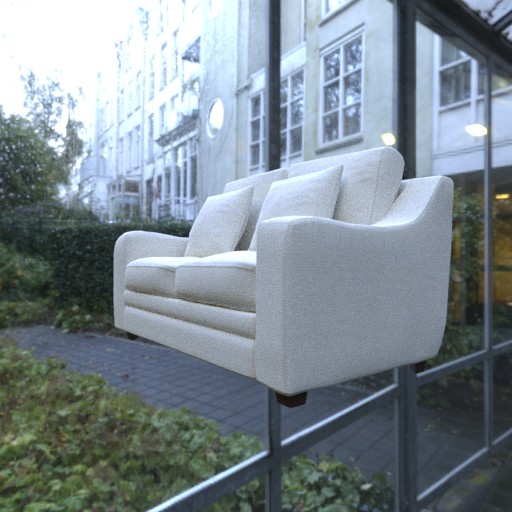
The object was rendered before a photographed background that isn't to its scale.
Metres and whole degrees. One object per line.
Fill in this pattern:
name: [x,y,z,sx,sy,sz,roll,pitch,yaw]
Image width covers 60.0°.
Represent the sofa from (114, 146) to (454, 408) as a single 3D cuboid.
sofa: [0.000,0.000,2.412,1.040,1.047,1.744,0,1,-37]
